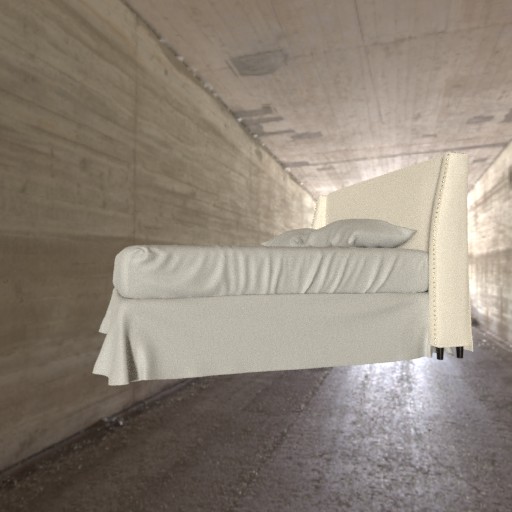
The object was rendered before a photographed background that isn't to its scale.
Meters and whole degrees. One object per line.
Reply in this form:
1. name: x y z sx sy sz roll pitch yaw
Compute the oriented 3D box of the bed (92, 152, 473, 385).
1. bed: 0.000 0.000 3.366 2.276 1.332 1.925 0 -1 -18
